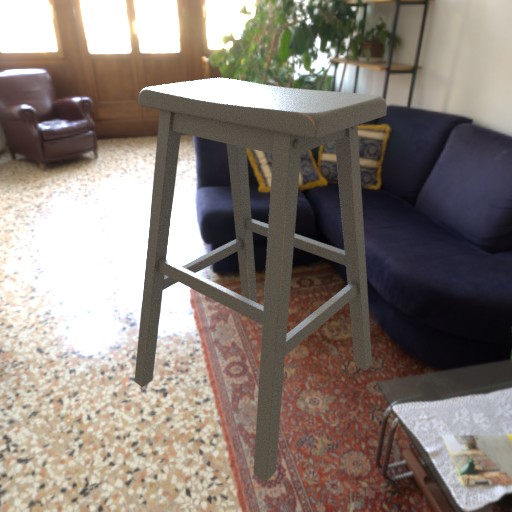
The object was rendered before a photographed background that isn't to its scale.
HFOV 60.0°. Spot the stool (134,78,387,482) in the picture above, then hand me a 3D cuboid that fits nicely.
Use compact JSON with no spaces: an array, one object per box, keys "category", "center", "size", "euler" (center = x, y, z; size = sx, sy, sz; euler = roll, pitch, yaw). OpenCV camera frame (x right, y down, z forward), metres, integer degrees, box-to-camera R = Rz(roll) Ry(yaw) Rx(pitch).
[{"category":"stool","center":[0.000,0.000,1.051],"size":[0.457,0.737,0.476],"euler":[22,35,35]}]
